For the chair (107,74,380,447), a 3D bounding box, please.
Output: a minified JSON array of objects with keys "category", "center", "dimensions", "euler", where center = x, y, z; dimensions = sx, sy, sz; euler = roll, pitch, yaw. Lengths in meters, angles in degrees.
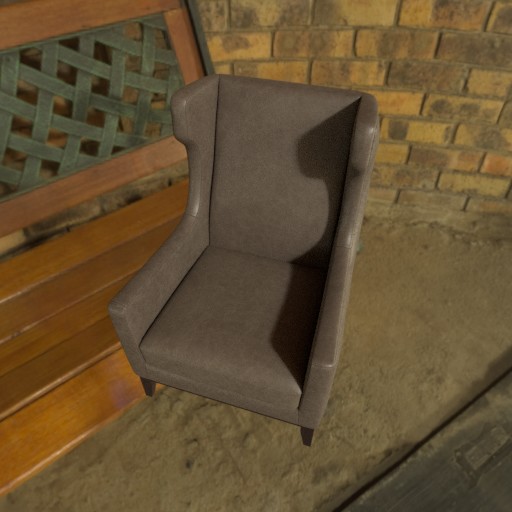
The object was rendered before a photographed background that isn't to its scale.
[{"category":"chair","center":[0.000,0.000,1.692],"dimensions":[0.769,1.079,0.899],"euler":[13,45,13]}]
